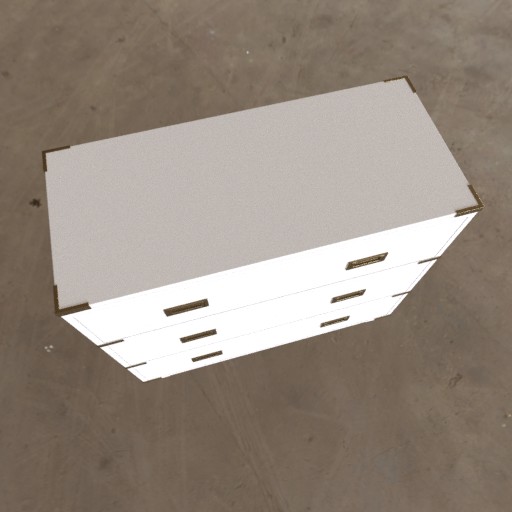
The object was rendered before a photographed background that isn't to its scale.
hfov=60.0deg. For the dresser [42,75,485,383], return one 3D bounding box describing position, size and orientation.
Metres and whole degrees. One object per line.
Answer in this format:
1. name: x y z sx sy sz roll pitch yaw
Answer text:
1. dresser: 0.000 0.000 1.509 1.022 0.891 0.460 -14 65 -7
